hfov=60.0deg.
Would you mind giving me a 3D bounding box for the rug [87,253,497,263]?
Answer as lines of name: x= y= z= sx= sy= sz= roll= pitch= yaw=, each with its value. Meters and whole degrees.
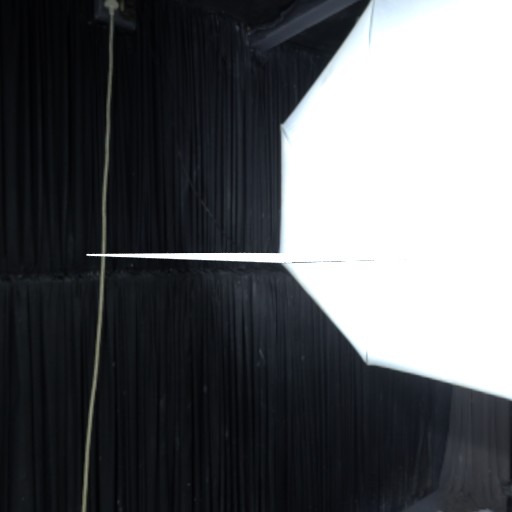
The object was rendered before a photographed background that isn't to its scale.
rug: x=0.000 y=0.000 z=2.974 sx=1.512 sy=0.009 sz=2.457 roll=-1 pitch=1 yaw=-37
